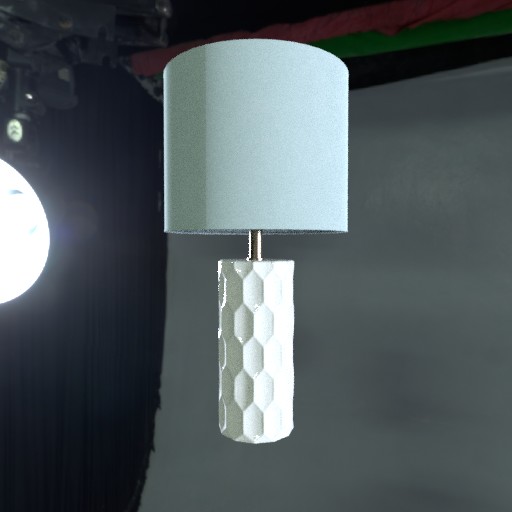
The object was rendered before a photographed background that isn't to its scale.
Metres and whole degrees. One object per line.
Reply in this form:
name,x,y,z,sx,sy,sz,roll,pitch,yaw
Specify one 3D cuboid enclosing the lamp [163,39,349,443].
lamp,0.000,0.000,0.683,0.277,0.534,0.277,0,1,18
